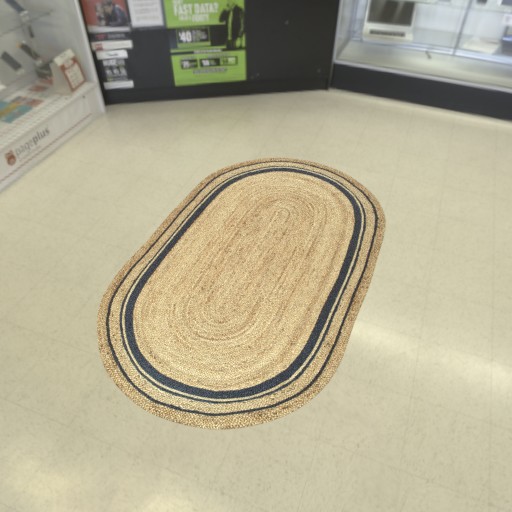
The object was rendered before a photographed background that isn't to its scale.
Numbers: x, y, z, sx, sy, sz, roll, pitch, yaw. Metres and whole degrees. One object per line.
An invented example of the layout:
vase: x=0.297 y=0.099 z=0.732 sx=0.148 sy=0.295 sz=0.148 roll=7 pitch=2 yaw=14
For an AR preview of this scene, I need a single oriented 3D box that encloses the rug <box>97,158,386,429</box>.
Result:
rug: x=0.000 y=0.000 z=2.979 sx=1.520 sy=0.006 sz=2.432 roll=18 pitch=48 yaw=16
